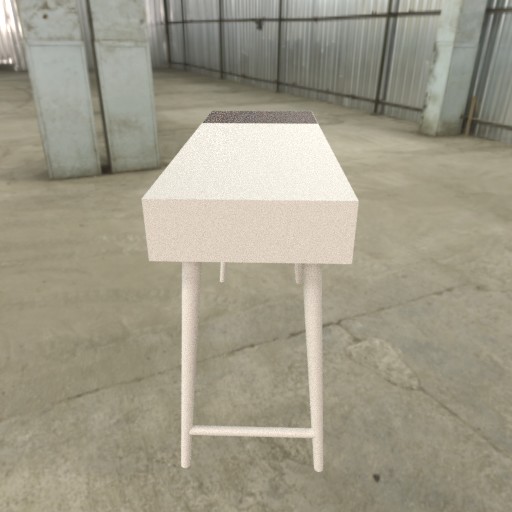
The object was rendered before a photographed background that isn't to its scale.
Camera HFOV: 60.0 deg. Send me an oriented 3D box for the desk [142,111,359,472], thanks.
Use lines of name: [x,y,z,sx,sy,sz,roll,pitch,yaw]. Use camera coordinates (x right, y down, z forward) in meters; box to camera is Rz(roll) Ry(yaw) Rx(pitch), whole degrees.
desk: [0.000,0.000,1.459,0.409,0.761,1.069,1,26,2]
